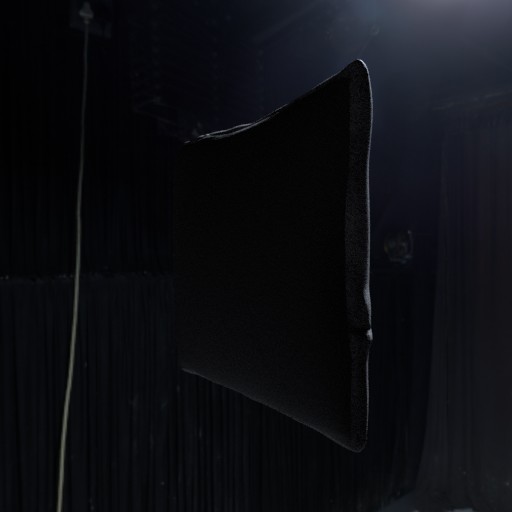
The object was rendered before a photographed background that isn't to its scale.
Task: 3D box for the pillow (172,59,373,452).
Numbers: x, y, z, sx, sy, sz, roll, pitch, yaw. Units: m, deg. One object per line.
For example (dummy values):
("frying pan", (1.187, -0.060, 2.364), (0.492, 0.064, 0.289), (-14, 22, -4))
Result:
("pillow", (0.000, 0.000, 0.788), (0.204, 0.520, 0.522), (-1, 1, -36))
